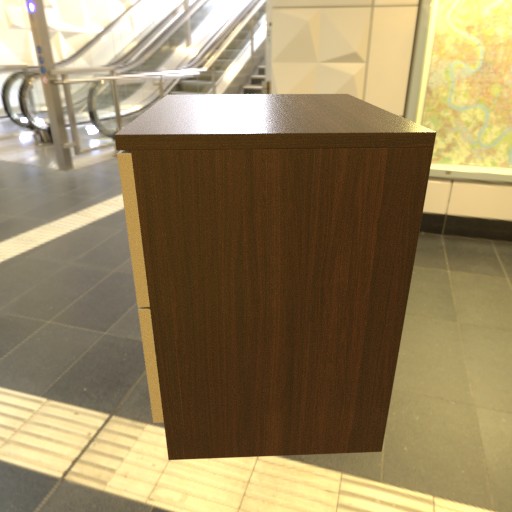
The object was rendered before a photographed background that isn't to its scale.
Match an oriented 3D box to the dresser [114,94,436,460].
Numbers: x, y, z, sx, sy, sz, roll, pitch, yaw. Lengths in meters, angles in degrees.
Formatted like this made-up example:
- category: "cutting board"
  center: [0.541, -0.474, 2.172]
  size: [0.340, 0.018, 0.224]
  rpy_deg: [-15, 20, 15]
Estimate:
- category: "dresser"
  center: [0.000, 0.000, 0.738]
  size: [0.360, 0.470, 0.400]
  rpy_deg: [-1, 26, -2]
